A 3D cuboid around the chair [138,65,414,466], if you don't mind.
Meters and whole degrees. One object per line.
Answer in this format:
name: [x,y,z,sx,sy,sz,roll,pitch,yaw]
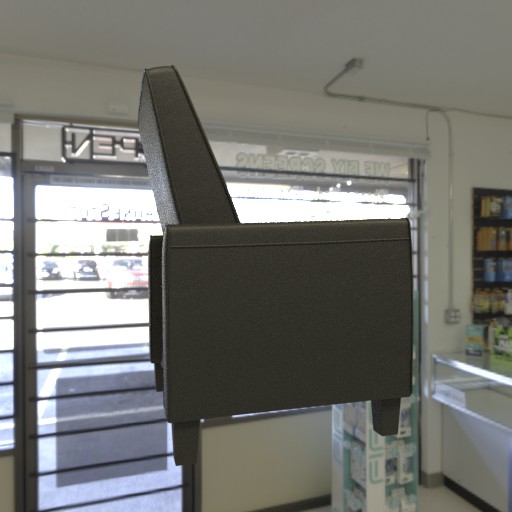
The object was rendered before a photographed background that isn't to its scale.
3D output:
chair: [0.000,0.000,1.470,0.746,1.013,0.705,0,0,-17]
